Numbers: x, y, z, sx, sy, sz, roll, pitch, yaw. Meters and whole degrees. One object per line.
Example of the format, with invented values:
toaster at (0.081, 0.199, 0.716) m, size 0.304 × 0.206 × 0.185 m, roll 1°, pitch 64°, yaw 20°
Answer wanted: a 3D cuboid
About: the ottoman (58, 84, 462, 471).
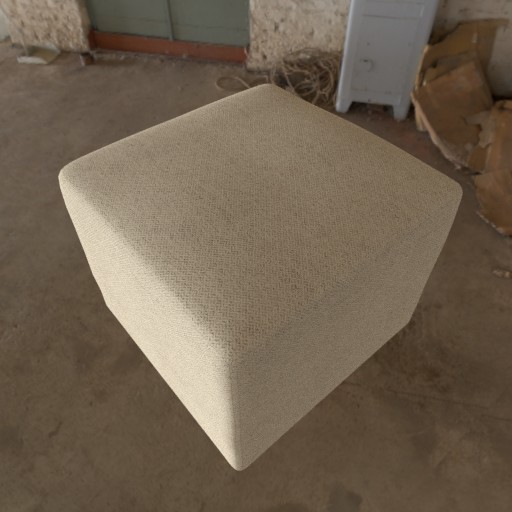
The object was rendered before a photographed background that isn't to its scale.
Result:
ottoman at (0.000, 0.000, 0.896) m, size 0.521 × 0.453 × 0.512 m, roll -32°, pitch 55°, yaw -26°
